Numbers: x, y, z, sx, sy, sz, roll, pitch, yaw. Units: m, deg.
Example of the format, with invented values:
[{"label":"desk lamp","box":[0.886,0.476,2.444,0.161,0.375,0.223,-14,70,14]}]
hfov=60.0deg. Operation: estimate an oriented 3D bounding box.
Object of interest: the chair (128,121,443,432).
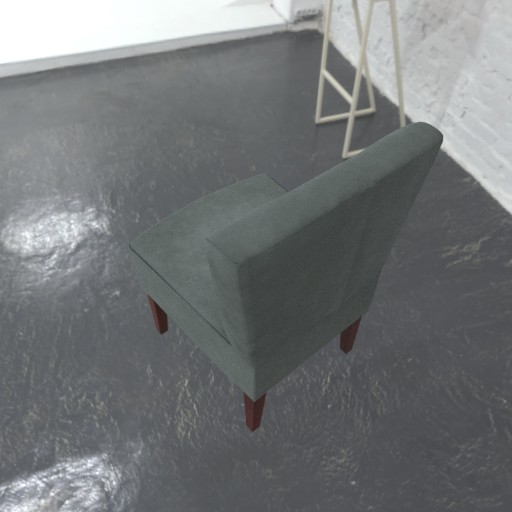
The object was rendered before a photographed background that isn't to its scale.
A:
[{"label":"chair","box":[0.000,0.000,1.166,0.521,0.806,0.554,-32,55,-25]}]
